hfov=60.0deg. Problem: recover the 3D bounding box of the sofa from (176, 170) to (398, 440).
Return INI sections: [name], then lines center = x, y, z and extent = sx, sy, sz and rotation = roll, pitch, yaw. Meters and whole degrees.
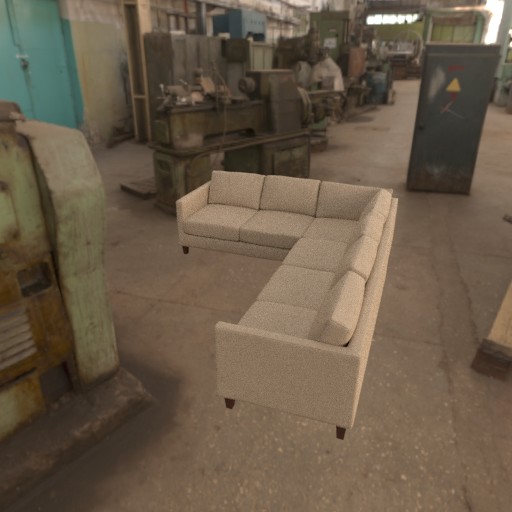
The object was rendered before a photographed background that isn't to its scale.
[sofa]
center = 0.000, 0.000, 4.339
extent = 2.432, 0.863, 3.182
rotation = 9, 27, 18
